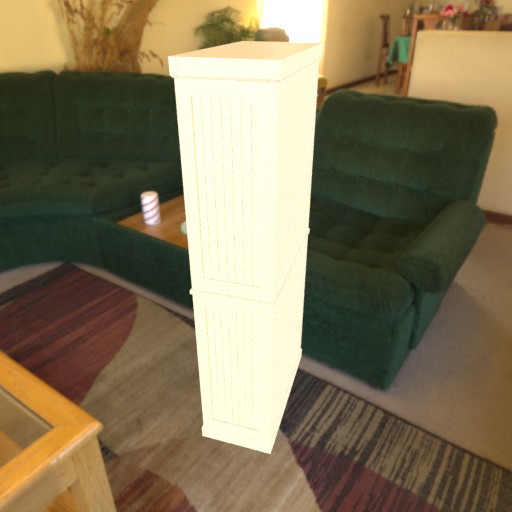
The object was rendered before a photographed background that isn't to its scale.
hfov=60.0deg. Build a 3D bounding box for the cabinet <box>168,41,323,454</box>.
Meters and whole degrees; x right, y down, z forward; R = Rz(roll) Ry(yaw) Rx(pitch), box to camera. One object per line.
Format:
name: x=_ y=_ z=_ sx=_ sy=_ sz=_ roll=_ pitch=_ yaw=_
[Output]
cabinet: x=0.000 y=0.000 z=2.150 sx=0.390 sy=1.829 sz=0.754 roll=9 pitch=31 yaw=15
